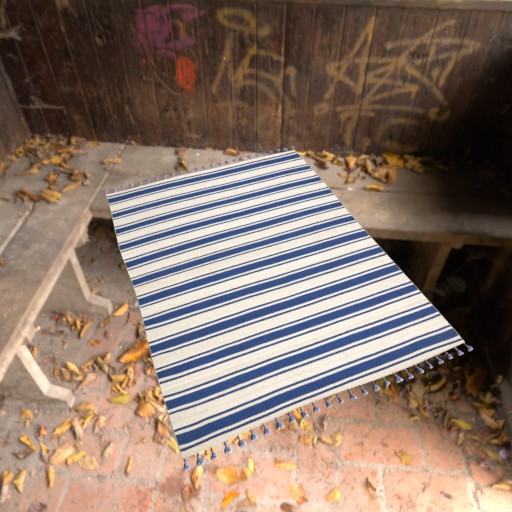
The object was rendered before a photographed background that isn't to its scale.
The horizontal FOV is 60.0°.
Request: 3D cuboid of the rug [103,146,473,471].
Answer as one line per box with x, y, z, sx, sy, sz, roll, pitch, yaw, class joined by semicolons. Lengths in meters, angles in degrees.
0.000;0.000;4.407;2.471;0.016;3.416;-17;48;-16;rug
